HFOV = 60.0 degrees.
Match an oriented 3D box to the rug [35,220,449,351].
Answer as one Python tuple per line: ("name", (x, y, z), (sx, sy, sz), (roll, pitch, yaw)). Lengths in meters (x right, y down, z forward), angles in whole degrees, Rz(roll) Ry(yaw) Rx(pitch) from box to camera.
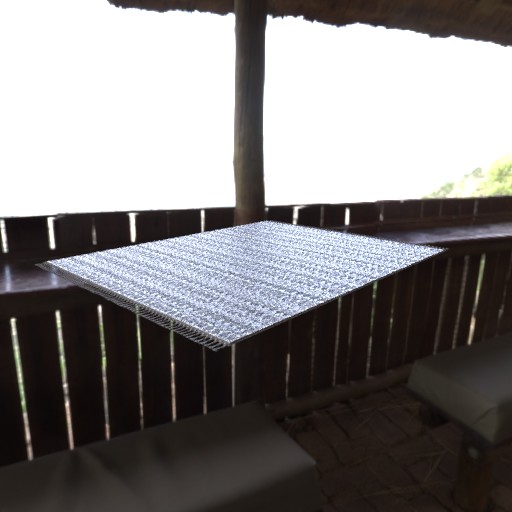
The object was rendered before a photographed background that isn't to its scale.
("rug", (0.000, 0.000, 3.898), (2.256, 0.013, 2.910), (13, 20, 42))
